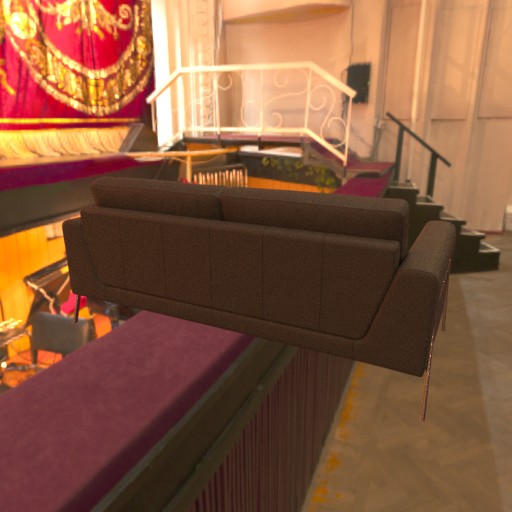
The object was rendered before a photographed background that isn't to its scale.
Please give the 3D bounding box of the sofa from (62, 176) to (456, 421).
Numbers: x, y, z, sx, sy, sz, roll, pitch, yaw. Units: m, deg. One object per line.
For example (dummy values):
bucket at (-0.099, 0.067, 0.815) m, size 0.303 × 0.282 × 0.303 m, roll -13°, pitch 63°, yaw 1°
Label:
sofa at (0.000, 0.000, 2.514) m, size 2.017 × 0.875 × 0.953 m, roll 9°, pitch 19°, yaw 26°
